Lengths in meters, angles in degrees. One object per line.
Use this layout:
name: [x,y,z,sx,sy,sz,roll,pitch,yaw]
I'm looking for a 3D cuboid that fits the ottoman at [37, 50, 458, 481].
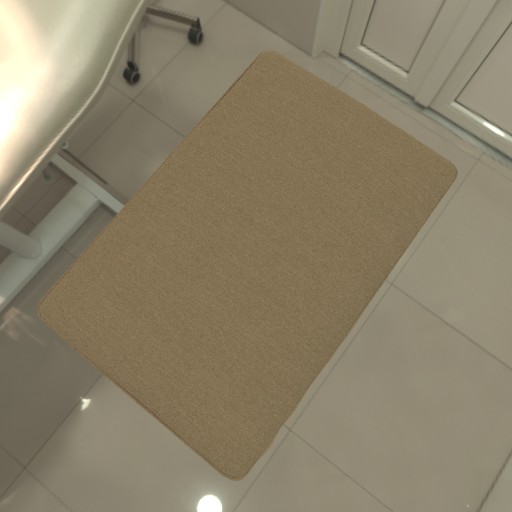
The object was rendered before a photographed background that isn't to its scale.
ottoman: [0.000,0.000,1.265,0.636,0.521,0.945,36,78,9]
